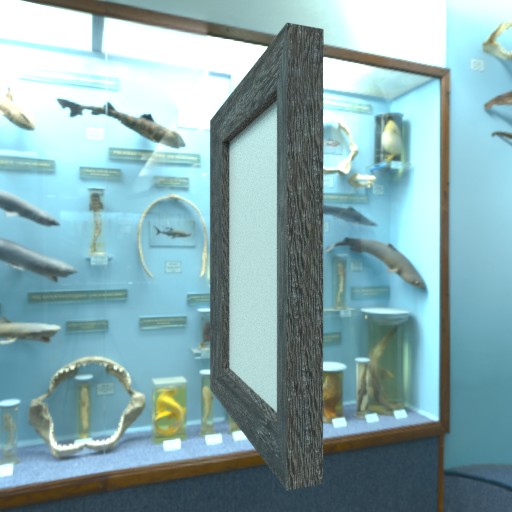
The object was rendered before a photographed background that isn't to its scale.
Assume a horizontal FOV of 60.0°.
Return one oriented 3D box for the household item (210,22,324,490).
[{"bbox_3d":[0.000,0.000,0.237,0.020,0.180,0.133,0,0,-19],"label":"household item"}]
